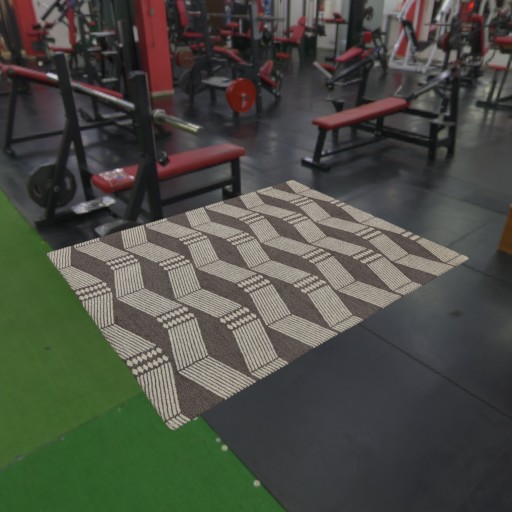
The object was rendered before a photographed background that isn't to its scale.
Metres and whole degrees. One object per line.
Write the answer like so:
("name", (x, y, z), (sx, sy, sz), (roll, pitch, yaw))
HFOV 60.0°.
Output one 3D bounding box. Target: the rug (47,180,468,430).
("rug", (0.000, 0.000, 4.082), (3.048, 0.016, 2.438), (-21, 37, -31))
